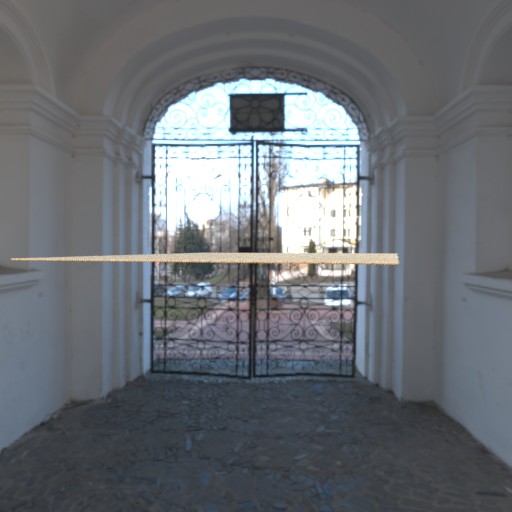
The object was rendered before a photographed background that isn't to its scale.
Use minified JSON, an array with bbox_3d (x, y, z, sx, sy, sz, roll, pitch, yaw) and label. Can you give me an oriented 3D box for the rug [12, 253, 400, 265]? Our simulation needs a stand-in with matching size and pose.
[{"bbox_3d":[0.000,0.000,4.022,2.471,0.012,3.034,0,1,18],"label":"rug"}]
